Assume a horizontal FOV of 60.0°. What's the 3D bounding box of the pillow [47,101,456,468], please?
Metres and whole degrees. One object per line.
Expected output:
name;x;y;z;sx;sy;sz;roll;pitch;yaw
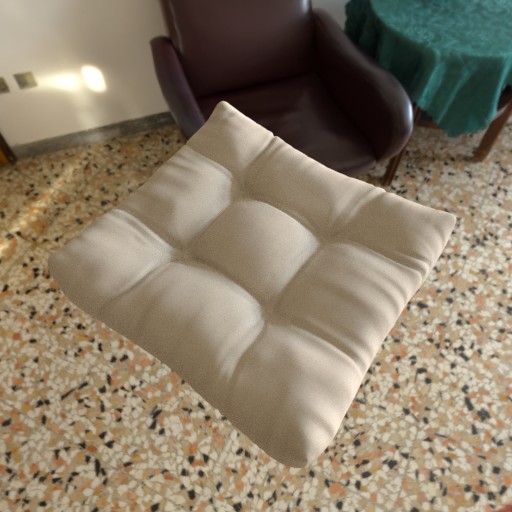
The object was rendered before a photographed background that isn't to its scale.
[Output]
pillow;0.000;0.000;0.725;0.490;0.128;0.468;31;63;18
